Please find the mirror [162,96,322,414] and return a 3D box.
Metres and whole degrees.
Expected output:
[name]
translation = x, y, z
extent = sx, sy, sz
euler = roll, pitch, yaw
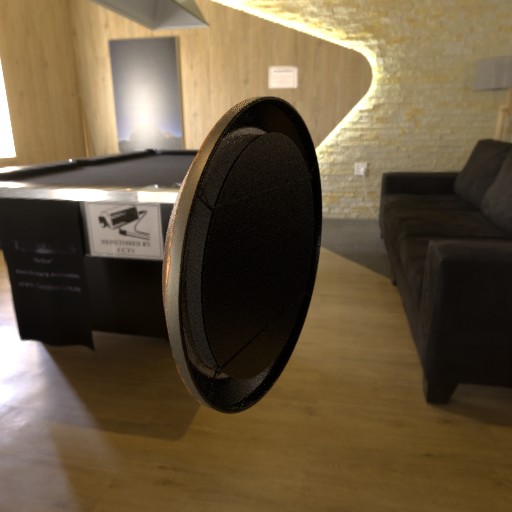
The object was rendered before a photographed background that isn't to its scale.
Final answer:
[mirror]
translation = 0.000, 0.000, 1.341
extent = 0.111, 0.907, 0.907
euler = 9, 19, 26
